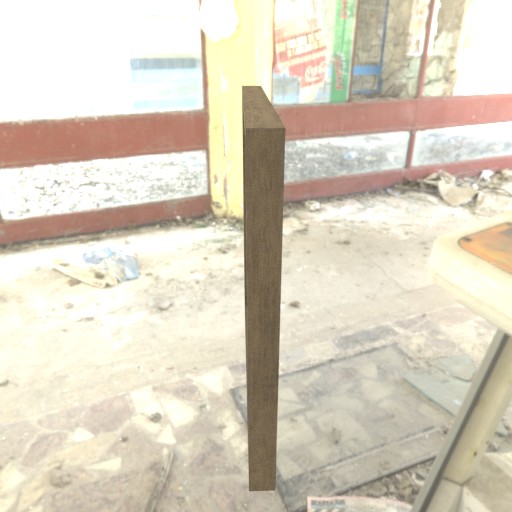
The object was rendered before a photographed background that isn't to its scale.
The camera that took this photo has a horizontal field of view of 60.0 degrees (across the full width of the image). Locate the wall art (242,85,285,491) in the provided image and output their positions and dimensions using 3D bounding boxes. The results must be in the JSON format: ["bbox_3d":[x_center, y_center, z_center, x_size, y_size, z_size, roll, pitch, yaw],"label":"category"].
[{"bbox_3d":[0.000,0.000,0.759,0.038,0.508,0.508,-1,25,-2],"label":"wall art"}]
